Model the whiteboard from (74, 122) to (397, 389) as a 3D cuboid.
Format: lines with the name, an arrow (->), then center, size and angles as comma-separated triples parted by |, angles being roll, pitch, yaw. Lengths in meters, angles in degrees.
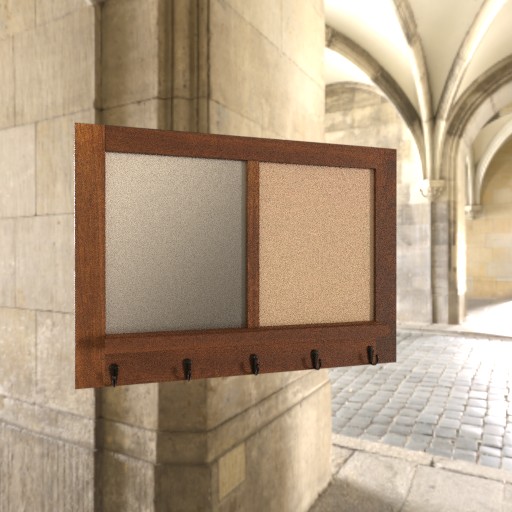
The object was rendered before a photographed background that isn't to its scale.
whiteboard -> 0.000, 0.000, 1.025 | 0.783, 0.559, 0.083 | 0, 0, -17
